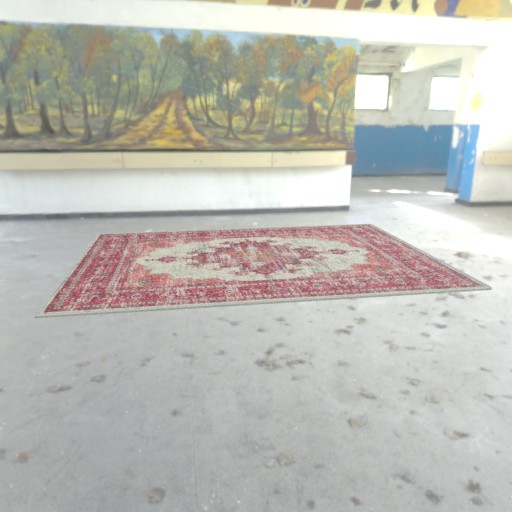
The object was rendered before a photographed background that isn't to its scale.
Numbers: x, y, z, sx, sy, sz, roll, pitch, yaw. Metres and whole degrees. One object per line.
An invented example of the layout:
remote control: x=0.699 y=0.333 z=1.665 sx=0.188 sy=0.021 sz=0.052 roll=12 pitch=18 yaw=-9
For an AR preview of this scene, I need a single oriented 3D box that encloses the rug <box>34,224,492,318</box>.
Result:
rug: x=0.000 y=0.000 z=2.233 sx=1.747 sy=0.011 sz=1.217 roll=-3 pitch=17 yaw=-9
